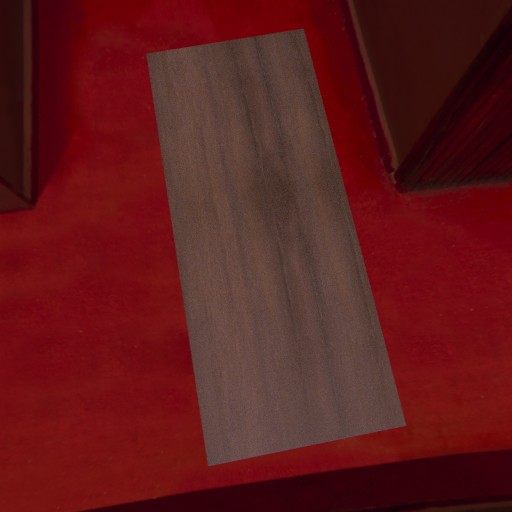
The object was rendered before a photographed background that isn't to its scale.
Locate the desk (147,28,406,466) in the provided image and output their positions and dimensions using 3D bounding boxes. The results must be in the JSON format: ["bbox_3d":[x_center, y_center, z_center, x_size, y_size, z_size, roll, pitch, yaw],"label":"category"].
[{"bbox_3d":[0.000,0.000,1.536,0.511,0.752,1.134,-10,76,-3],"label":"desk"}]
